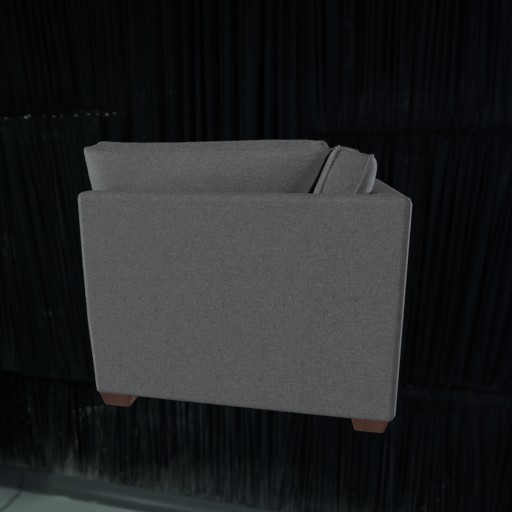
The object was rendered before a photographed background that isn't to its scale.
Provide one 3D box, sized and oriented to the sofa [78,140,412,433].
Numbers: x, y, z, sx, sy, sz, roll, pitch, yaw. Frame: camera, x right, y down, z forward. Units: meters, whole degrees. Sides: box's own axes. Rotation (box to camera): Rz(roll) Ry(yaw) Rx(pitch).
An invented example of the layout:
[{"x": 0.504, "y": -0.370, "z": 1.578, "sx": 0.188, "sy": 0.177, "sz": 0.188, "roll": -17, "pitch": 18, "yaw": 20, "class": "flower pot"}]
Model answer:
[{"x": 0.000, "y": 0.000, "z": 2.011, "sx": 1.146, "sy": 1.002, "sz": 1.084, "roll": 2, "pitch": 13, "yaw": 10, "class": "sofa"}]
